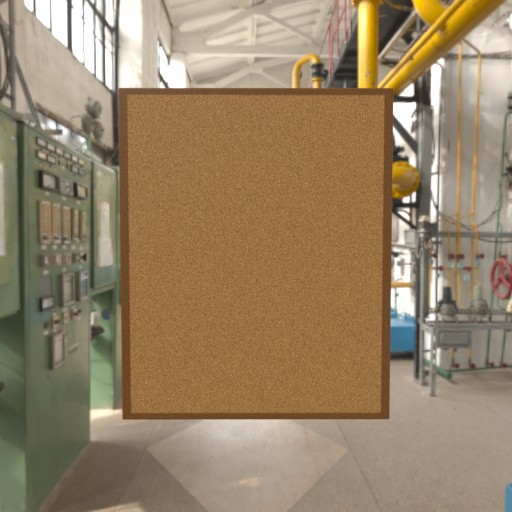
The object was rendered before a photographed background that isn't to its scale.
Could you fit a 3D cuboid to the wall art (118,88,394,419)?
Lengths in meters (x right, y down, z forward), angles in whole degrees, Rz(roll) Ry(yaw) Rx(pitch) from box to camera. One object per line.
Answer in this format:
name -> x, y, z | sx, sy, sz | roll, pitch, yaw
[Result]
wall art -> 0.000, 0.000, 0.743 | 0.449, 0.550, 0.021 | 0, 2, 0
